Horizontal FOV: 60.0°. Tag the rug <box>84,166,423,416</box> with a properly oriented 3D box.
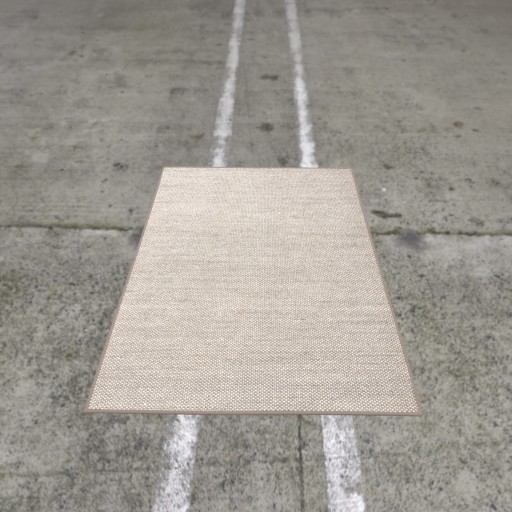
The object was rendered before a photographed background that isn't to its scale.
[{"bbox_3d":[0.000,0.000,2.752,1.517,0.013,2.115,0,42,1],"label":"rug"}]
